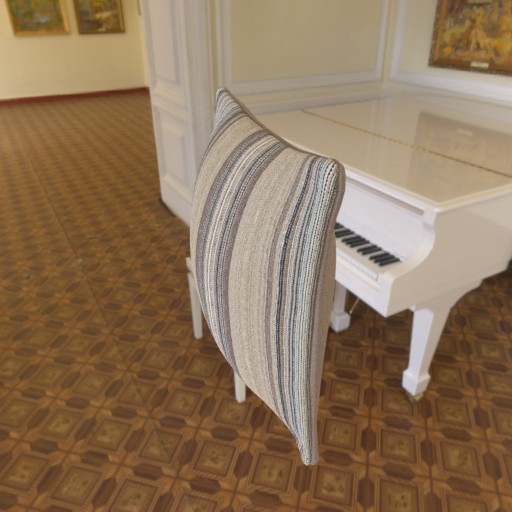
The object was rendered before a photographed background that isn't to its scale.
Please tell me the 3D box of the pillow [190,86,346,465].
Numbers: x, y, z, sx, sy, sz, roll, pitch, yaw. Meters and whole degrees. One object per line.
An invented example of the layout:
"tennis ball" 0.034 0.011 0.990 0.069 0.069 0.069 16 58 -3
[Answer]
"pillow" 0.000 0.000 0.660 0.189 0.416 0.435 -9 31 -15
